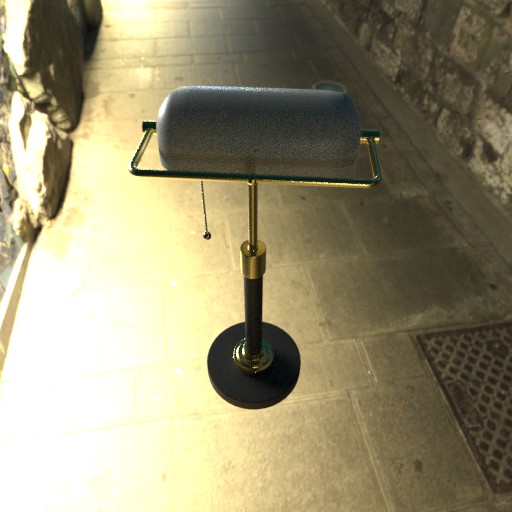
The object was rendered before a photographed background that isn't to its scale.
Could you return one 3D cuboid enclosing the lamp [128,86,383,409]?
[{"bbox_3d":[0.000,0.000,0.579,0.269,0.404,0.227,3,45,3],"label":"lamp"}]
